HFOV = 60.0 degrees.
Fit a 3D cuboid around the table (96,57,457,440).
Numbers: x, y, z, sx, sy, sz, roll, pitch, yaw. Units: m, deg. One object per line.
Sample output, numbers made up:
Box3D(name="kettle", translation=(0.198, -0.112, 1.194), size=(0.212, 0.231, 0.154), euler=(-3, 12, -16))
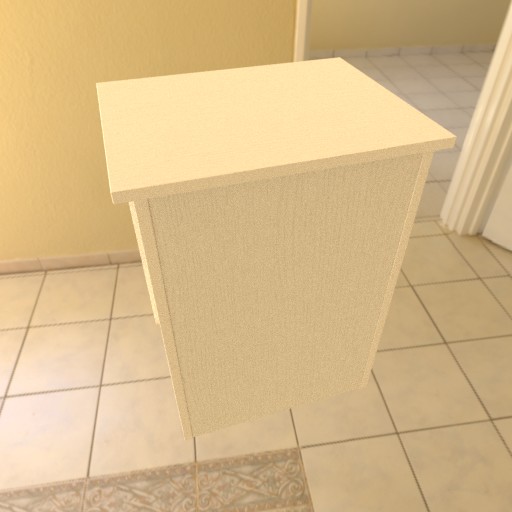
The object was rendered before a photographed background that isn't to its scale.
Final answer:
Box3D(name="table", translation=(0.000, 0.000, 0.920), size=(0.480, 0.635, 0.381), euler=(-12, 42, -13))
